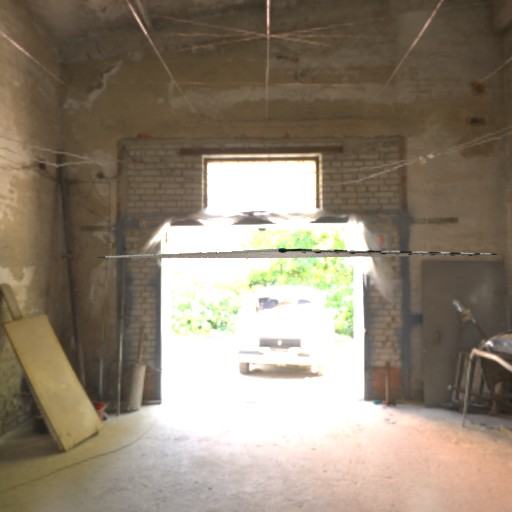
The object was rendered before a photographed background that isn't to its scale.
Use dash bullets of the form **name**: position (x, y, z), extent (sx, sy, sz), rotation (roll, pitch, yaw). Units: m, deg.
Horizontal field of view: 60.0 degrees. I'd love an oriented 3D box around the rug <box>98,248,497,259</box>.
- **rug**: position (0.000, 0.000, 3.243), extent (1.524, 0.021, 2.755), rotation (1, -1, -35)
